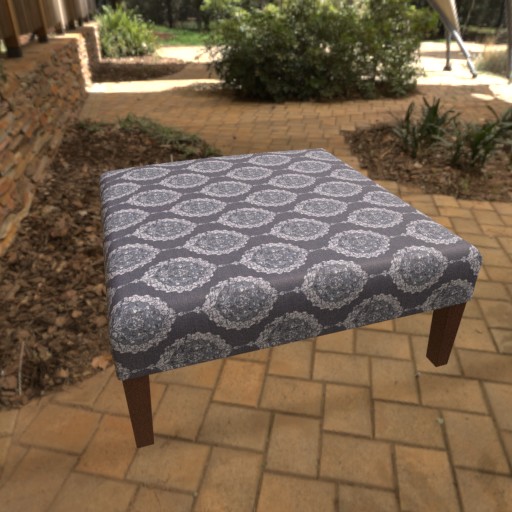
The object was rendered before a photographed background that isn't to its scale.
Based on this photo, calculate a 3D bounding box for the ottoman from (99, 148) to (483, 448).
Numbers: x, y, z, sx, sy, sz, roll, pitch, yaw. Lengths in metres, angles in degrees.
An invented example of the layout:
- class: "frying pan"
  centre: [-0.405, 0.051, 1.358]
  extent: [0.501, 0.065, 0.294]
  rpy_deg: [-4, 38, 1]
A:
- class: "ottoman"
  centre: [0.000, 0.000, 1.401]
  extent: [0.890, 0.409, 0.889]
  rpy_deg: [-10, 32, -16]
